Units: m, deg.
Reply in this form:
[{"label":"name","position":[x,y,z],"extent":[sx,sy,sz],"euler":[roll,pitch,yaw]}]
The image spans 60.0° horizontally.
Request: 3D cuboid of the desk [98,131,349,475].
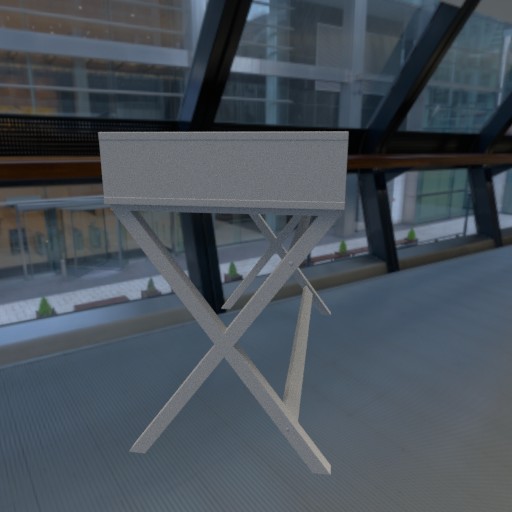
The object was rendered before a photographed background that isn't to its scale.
[{"label":"desk","position":[0.000,0.000,1.475],"extent":[0.525,0.780,1.057],"euler":[2,15,9]}]
